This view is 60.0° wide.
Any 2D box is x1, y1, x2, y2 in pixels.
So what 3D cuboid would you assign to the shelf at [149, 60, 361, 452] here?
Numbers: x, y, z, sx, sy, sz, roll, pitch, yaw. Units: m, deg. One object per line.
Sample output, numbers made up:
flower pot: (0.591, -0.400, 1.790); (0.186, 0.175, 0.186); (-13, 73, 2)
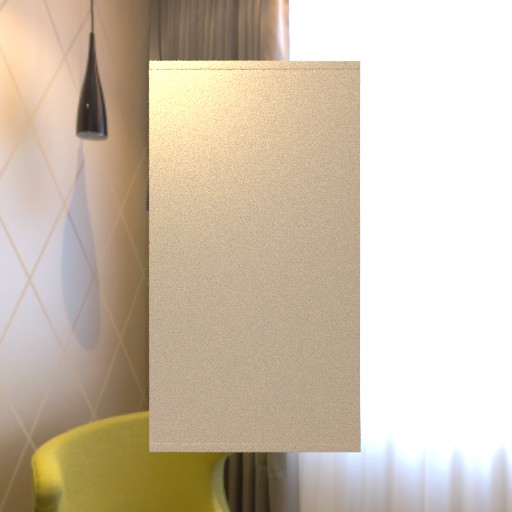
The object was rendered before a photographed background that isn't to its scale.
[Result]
shelf: (0.000, 0.000, 1.275); (0.396, 0.732, 0.895); (0, 0, 0)
